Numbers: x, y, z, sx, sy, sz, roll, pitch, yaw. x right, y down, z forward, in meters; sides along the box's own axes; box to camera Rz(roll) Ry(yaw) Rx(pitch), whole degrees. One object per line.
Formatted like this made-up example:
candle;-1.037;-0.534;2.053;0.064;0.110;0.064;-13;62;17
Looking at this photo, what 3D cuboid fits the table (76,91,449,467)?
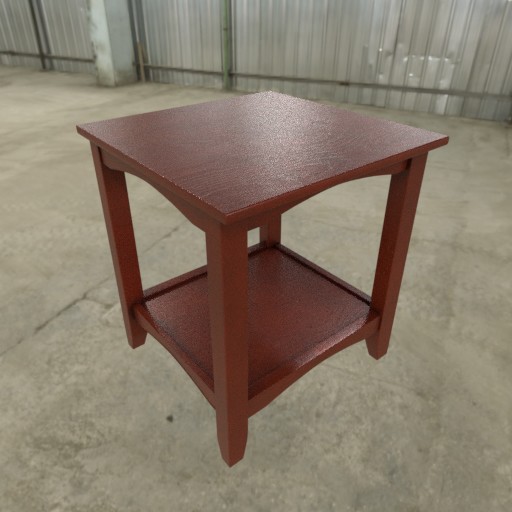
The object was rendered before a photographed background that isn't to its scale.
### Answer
table;0.000;0.000;0.983;0.523;0.558;0.522;-21;38;-30
